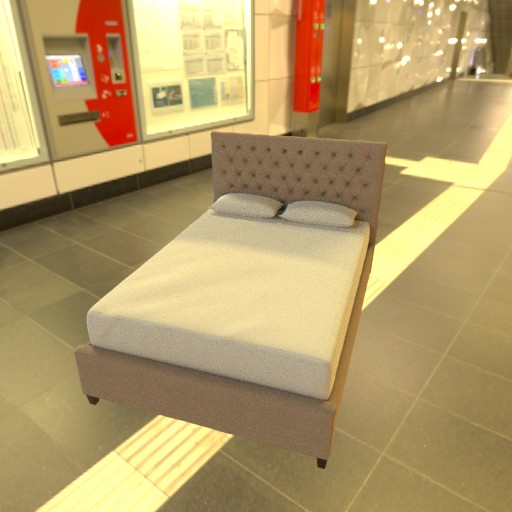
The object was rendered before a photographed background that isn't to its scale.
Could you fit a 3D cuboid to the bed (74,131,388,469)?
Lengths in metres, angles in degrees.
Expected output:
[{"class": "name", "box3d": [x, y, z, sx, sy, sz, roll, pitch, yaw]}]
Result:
[{"class": "bed", "box3d": [0.000, 0.000, 3.479, 1.698, 1.427, 2.387, 8, 27, 17]}]
